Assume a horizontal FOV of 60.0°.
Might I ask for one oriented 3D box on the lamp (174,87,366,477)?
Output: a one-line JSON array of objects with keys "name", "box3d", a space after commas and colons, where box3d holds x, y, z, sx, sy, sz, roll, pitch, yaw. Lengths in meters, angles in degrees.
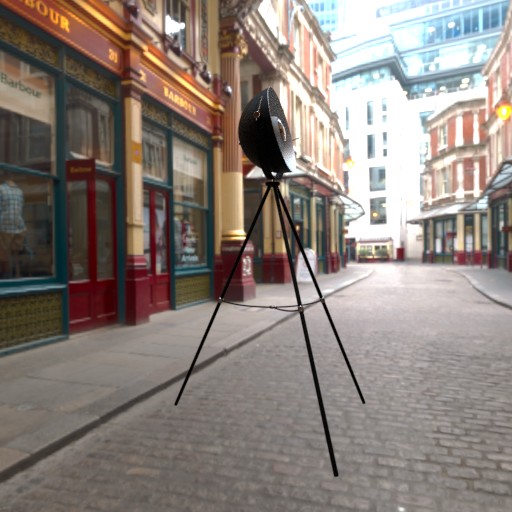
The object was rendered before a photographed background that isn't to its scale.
[{"name": "lamp", "box3d": [0.000, 0.000, 2.022, 0.920, 1.512, 0.817, 0, 0, 18]}]
